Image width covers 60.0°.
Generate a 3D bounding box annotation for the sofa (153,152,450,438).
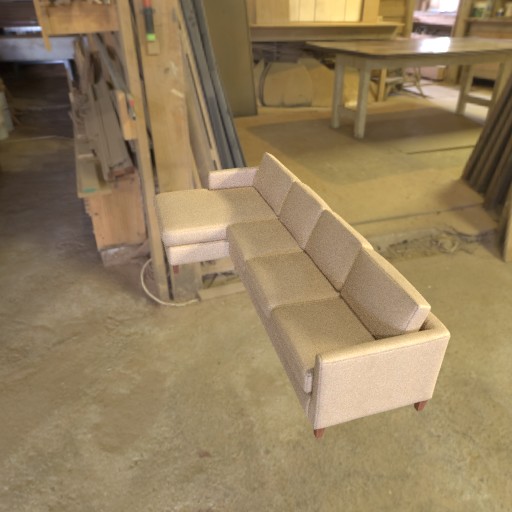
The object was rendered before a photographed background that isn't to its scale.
[{"bbox_3d":[0.000,0.000,3.855,1.502,0.876,3.201,-9,31,-14],"label":"sofa"}]
